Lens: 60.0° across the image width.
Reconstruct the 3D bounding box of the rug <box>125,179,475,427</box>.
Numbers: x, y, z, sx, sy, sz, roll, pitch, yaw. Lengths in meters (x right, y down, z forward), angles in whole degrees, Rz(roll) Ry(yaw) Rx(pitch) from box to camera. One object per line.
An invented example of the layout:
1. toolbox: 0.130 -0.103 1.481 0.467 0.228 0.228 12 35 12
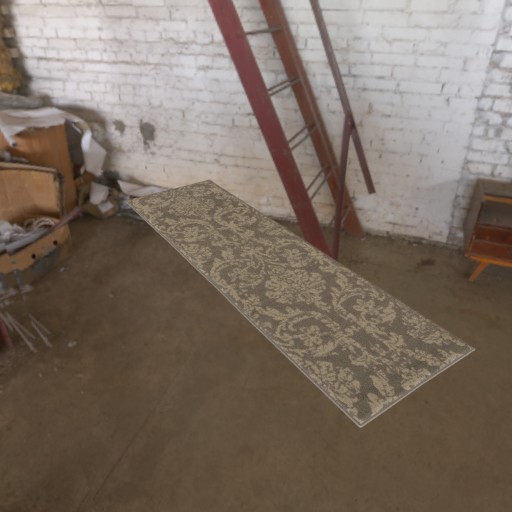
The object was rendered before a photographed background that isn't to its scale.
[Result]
1. rug: 0.000 0.000 2.413 0.662 0.011 2.196 -20 37 -29
